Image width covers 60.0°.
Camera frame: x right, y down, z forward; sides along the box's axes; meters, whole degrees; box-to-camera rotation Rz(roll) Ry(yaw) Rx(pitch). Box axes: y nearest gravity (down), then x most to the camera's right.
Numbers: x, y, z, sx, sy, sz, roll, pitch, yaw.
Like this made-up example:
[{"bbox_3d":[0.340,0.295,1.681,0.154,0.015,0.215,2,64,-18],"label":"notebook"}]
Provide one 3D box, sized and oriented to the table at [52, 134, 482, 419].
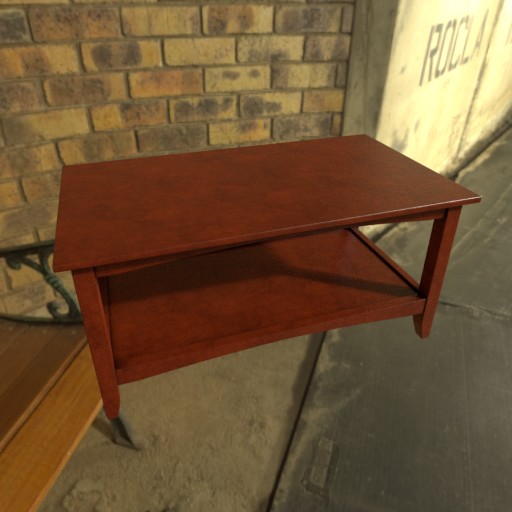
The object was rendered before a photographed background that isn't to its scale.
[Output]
[{"bbox_3d":[0.000,0.000,1.247,0.943,0.456,0.533,-10,33,-16],"label":"table"}]
